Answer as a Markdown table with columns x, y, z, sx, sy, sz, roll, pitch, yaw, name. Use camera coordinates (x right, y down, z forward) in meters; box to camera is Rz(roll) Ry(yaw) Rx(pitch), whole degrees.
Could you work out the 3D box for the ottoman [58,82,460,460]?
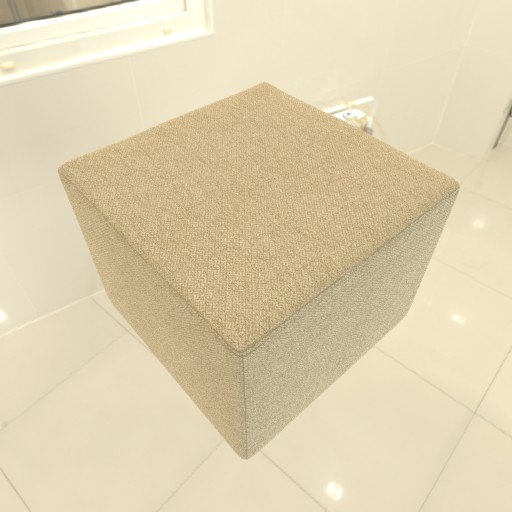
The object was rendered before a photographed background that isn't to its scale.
| x | y | z | sx | sy | sz | roll | pitch | yaw | name |
| --- | --- | --- | --- | --- | --- | --- | --- | --- | --- |
| 0.000 | 0.000 | 0.895 | 0.508 | 0.432 | 0.508 | -33 | 55 | -27 | ottoman |
